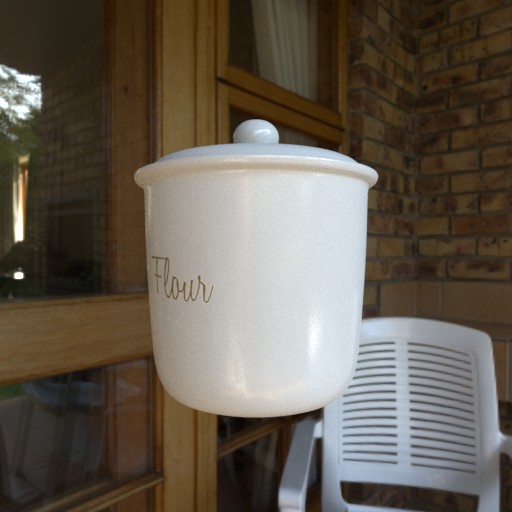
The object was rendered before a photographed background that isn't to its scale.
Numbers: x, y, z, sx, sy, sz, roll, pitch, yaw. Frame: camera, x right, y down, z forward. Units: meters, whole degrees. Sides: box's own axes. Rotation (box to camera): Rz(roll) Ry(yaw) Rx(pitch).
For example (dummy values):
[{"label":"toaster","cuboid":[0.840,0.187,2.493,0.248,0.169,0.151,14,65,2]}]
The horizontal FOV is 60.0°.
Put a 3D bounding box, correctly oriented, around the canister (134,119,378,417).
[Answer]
[{"label":"canister","cuboid":[0.000,0.000,0.343,0.182,0.208,0.182,0,0,0]}]
